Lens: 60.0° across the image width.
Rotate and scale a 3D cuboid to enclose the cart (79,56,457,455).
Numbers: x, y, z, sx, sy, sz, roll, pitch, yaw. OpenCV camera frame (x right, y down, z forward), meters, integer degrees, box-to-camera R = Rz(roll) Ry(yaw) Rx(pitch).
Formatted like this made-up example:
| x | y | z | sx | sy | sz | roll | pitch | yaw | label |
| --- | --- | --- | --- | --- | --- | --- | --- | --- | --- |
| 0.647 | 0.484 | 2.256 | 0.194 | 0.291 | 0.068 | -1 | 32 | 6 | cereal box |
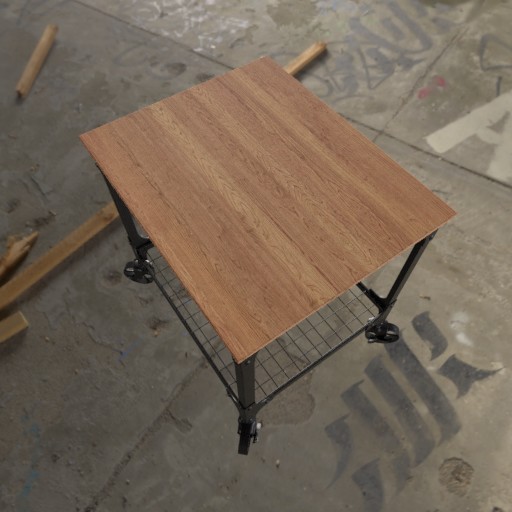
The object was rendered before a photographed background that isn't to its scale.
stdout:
| x | y | z | sx | sy | sz | roll | pitch | yaw | label |
| --- | --- | --- | --- | --- | --- | --- | --- | --- | --- |
| 0.000 | 0.000 | 1.113 | 0.558 | 0.603 | 0.666 | -31 | 62 | -18 | cart |
